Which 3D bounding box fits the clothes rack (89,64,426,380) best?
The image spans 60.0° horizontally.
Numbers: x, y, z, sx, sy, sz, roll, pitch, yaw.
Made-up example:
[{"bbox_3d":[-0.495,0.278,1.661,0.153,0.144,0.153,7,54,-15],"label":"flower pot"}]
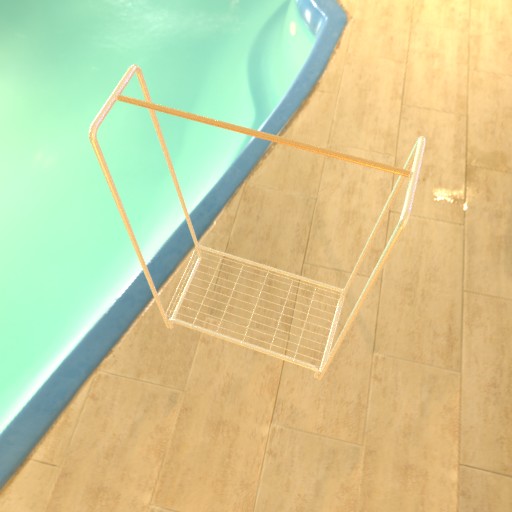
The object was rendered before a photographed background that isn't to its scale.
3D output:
[{"bbox_3d":[0.000,0.000,1.889,0.900,1.500,0.495,17,64,8],"label":"clothes rack"}]
